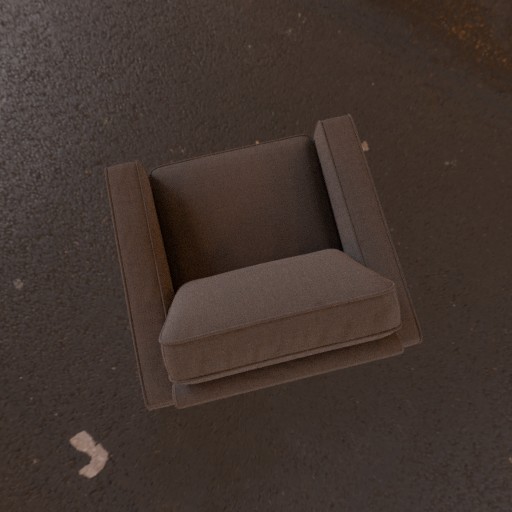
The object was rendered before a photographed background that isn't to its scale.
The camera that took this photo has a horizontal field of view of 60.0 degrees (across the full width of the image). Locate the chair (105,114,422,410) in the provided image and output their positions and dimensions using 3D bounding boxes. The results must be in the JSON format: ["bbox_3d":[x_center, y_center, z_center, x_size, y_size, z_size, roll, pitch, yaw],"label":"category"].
[{"bbox_3d":[0.000,0.000,1.729,1.017,0.919,0.940,-13,77,-3],"label":"chair"}]
